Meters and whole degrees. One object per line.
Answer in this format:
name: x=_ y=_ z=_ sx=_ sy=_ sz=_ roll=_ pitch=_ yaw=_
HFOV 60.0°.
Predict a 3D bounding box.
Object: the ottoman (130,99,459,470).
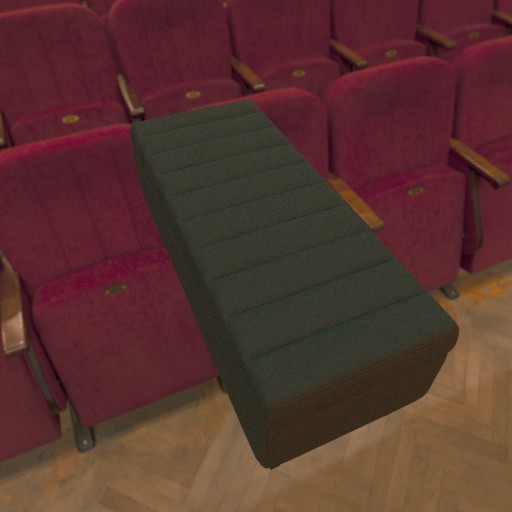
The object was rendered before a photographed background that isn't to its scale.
ottoman: x=0.000 y=0.000 z=1.389 sx=0.482 sy=0.469 sz=1.151 roll=-18 pitch=48 yaw=-16
